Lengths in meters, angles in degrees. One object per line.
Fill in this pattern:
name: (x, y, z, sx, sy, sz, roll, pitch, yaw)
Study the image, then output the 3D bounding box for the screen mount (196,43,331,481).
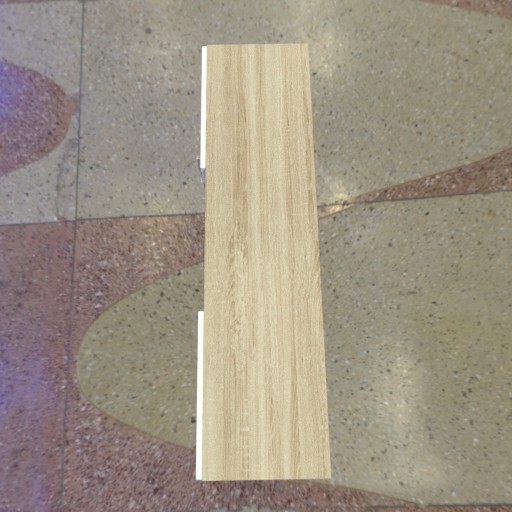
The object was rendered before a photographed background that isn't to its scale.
screen mount: (0.000, 0.000, 1.761, 0.420, 0.570, 1.500, -1, 76, 0)
